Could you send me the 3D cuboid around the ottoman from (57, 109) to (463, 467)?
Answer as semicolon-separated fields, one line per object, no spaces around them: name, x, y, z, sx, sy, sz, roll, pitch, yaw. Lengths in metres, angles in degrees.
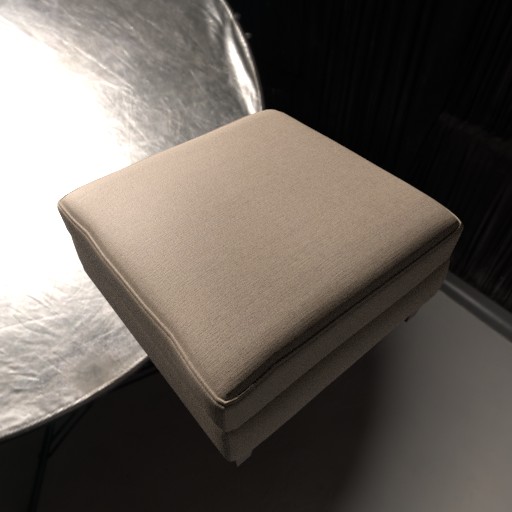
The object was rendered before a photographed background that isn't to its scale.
ottoman;0.000;0.000;1.354;0.838;0.481;0.838;-31;54;-26
